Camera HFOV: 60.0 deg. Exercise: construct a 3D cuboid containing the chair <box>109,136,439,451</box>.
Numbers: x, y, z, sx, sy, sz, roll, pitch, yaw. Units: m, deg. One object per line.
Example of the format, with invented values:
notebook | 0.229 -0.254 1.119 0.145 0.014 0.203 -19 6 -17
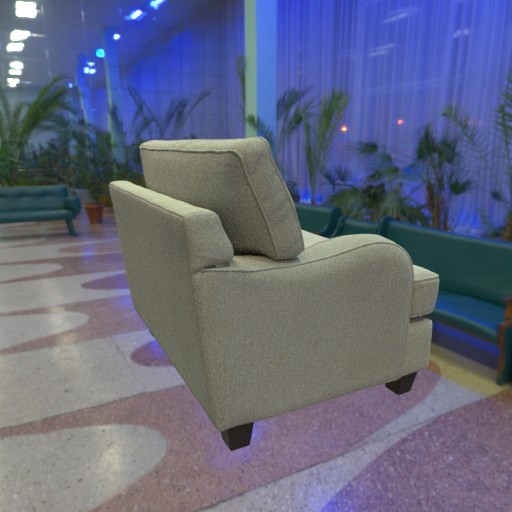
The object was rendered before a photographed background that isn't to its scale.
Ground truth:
chair | 0.000 0.000 1.988 1.041 1.016 1.220 -7 16 -26
